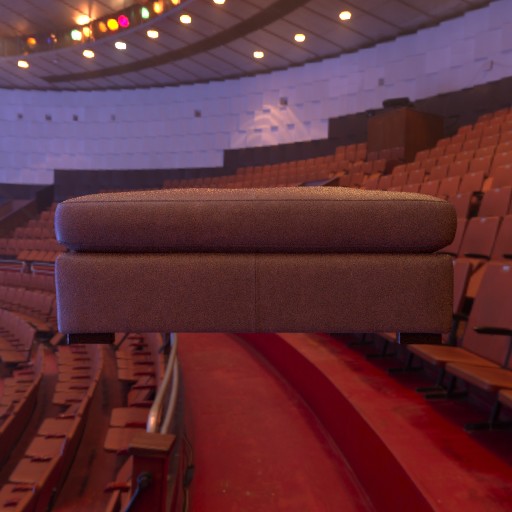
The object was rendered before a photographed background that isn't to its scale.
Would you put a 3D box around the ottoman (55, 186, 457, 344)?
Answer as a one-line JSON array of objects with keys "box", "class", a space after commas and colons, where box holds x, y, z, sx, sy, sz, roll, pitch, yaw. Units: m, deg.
[{"box": [0.000, 0.000, 1.805, 1.168, 0.490, 1.168, 0, 1, 0], "class": "ottoman"}]
